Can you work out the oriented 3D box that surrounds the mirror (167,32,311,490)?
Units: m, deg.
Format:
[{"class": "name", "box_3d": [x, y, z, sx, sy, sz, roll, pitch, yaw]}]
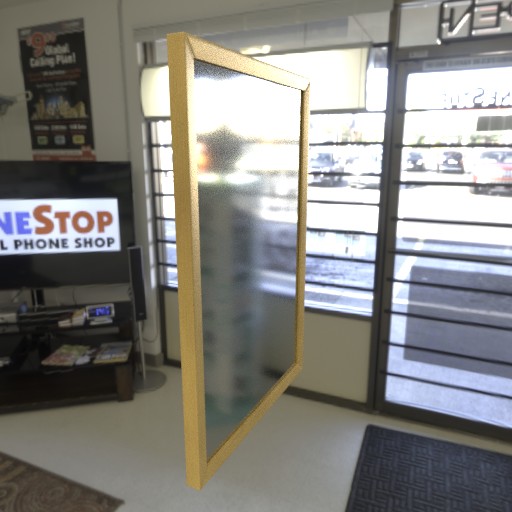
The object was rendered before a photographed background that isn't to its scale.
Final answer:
[{"class": "mirror", "box_3d": [0.000, 0.000, 1.126, 0.040, 0.915, 0.609, 7, 16, 26]}]
